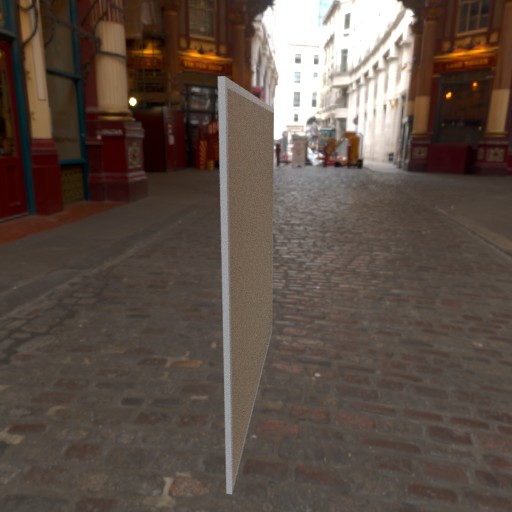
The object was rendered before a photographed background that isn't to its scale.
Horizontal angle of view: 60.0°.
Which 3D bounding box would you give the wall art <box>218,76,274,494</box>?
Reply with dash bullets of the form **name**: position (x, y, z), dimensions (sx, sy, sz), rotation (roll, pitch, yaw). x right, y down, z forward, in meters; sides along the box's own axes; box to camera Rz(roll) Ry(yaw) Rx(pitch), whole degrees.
- **wall art**: position (0.000, 0.000, 0.678), dimensions (0.007, 0.456, 0.456), rotation (2, 15, 8)
